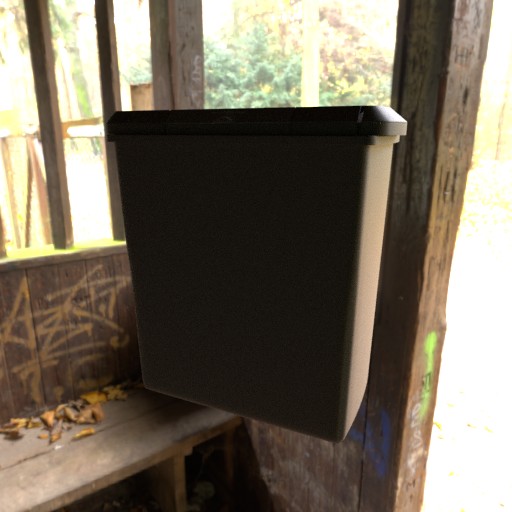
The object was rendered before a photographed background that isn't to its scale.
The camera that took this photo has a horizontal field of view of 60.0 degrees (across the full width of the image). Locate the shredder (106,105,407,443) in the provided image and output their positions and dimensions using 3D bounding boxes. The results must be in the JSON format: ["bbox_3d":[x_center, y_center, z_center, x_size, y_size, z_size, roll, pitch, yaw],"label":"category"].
[{"bbox_3d":[0.000,0.000,0.523,0.320,0.335,0.170,7,17,24],"label":"shredder"}]
